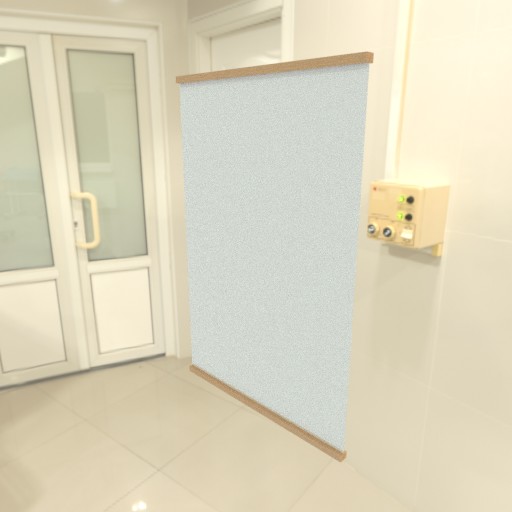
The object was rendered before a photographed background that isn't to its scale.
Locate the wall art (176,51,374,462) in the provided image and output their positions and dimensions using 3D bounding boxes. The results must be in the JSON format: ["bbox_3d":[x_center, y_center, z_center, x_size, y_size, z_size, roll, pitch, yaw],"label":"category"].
[{"bbox_3d":[0.000,0.000,0.646,0.335,0.510,0.013,15,22,42],"label":"wall art"}]
